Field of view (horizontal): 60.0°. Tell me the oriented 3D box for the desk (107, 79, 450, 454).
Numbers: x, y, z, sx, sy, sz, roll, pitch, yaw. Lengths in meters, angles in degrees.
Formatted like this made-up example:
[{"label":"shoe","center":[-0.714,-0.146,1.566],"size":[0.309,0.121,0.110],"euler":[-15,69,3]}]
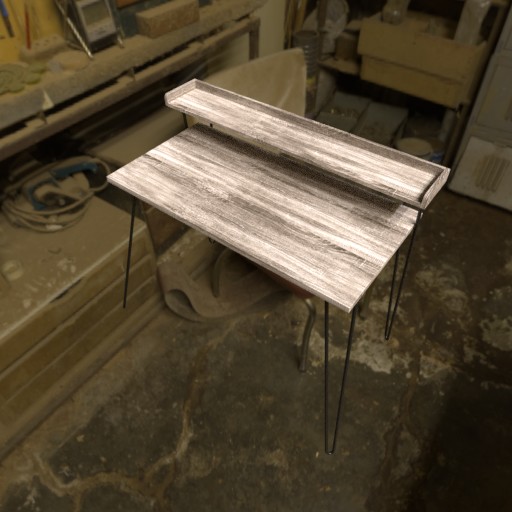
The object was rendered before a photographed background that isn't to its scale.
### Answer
[{"label":"desk","center":[0.000,0.000,1.688],"size":[1.135,0.899,0.605],"euler":[28,52,25]}]
